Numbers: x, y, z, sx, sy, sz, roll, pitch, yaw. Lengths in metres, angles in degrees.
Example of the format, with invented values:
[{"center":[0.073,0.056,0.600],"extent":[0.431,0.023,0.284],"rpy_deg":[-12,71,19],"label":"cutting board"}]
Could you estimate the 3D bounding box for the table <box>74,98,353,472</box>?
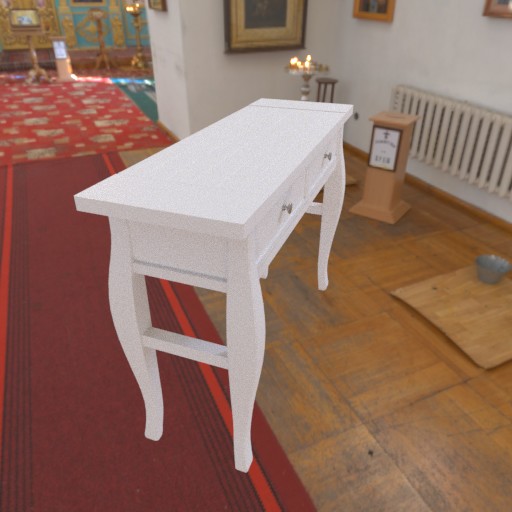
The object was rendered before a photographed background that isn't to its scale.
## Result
[{"center":[0.000,0.000,1.427],"extent":[0.373,0.768,1.062],"rpy_deg":[11,32,18],"label":"table"}]
